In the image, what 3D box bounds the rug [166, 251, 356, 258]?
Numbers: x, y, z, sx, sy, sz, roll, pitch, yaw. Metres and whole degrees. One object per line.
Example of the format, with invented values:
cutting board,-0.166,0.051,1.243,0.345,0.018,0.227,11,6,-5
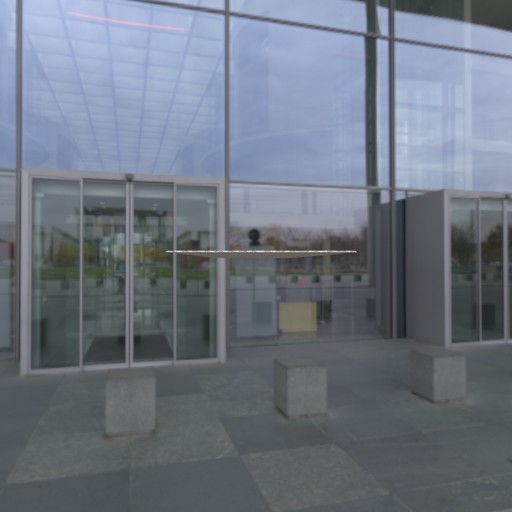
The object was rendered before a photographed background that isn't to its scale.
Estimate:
rug,0.000,0.000,2.708,0.660,0.005,2.464,0,-1,-1
